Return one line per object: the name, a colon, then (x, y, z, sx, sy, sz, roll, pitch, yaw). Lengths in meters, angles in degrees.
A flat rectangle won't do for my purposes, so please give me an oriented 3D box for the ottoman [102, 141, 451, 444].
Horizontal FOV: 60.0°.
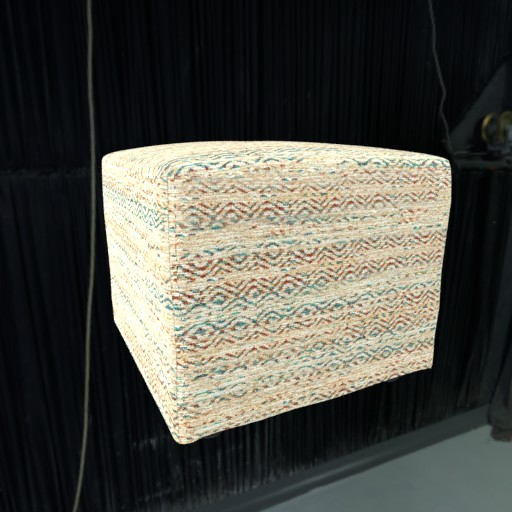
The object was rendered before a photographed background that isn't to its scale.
ottoman: (0.000, 0.000, 0.904, 0.512, 0.453, 0.521, -7, 16, -26)
